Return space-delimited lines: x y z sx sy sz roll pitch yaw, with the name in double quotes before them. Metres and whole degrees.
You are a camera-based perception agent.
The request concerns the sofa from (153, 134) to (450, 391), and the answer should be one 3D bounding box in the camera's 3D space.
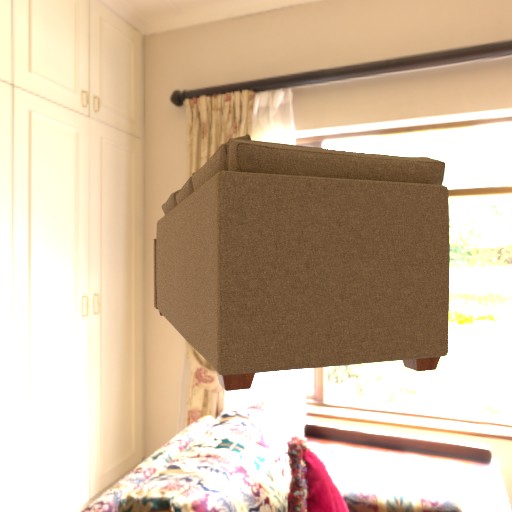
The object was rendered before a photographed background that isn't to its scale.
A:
"sofa" 0.000 0.000 2.772 1.061 0.962 2.317 0 0 -18
